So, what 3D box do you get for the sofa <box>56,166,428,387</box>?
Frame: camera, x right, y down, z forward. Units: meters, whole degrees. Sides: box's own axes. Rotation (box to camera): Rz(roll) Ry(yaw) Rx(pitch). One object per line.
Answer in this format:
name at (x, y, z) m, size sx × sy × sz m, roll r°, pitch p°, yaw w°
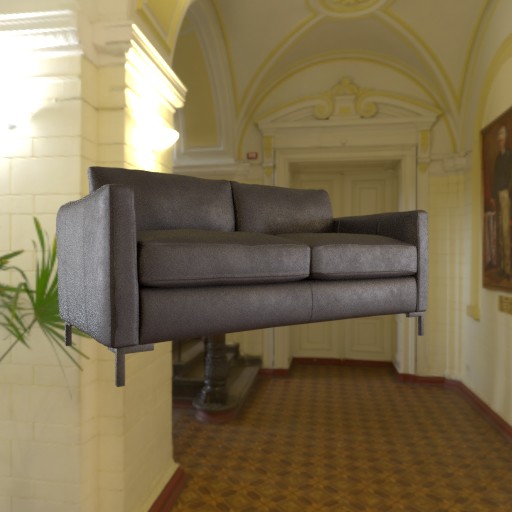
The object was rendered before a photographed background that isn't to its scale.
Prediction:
sofa at (0.000, 0.000, 2.306) m, size 1.805 × 0.883 × 0.947 m, roll 0°, pitch 0°, yaw -36°
